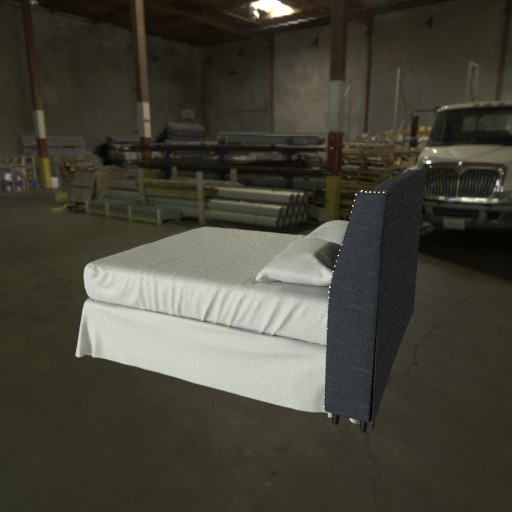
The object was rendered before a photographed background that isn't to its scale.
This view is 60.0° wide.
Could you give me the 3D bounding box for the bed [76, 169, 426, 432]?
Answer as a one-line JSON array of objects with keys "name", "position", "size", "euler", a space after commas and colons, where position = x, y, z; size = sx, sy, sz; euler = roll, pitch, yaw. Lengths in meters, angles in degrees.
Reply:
[{"name": "bed", "position": [0.000, 0.000, 3.502], "size": [2.276, 1.332, 1.925], "euler": [7, 16, 25]}]
